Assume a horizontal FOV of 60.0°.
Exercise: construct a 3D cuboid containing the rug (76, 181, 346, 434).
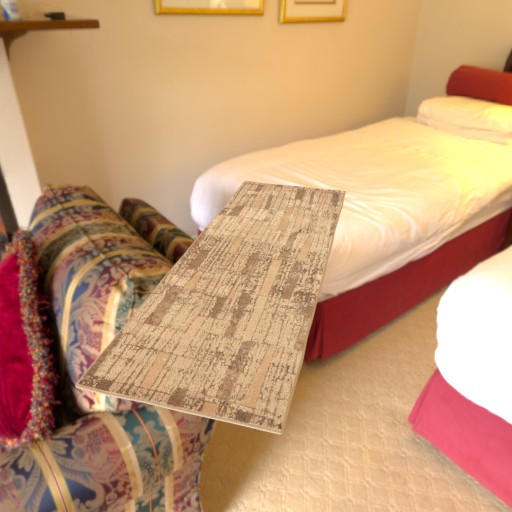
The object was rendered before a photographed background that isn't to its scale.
[{"bbox_3d":[0.000,0.000,2.656,0.857,0.018,2.383,8,31,13],"label":"rug"}]
